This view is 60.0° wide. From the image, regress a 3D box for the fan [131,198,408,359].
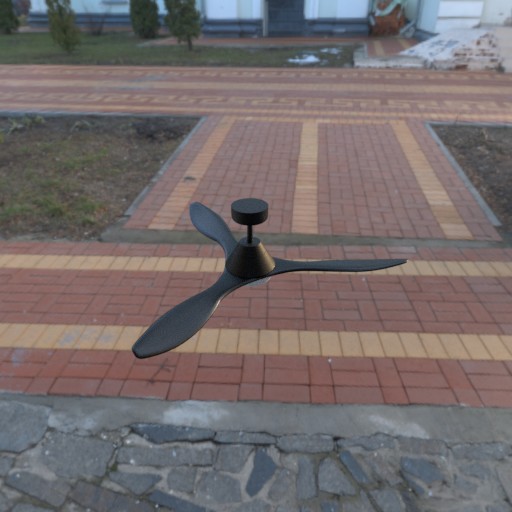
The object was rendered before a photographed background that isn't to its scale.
[{"bbox_3d":[0.000,0.000,1.624,1.067,0.305,1.067,10,32,17],"label":"fan"}]
